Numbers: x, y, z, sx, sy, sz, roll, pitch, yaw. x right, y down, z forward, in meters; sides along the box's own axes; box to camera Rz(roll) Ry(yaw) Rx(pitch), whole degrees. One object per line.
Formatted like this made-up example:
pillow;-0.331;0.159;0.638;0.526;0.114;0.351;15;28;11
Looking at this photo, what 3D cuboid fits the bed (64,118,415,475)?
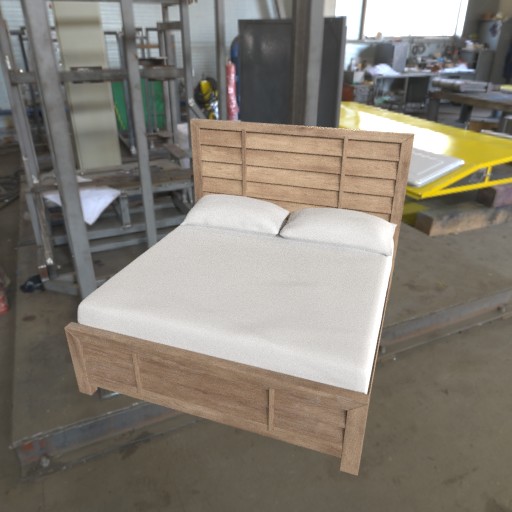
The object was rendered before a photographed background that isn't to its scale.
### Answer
bed;0.000;0.000;3.451;2.032;1.626;2.062;9;28;18
